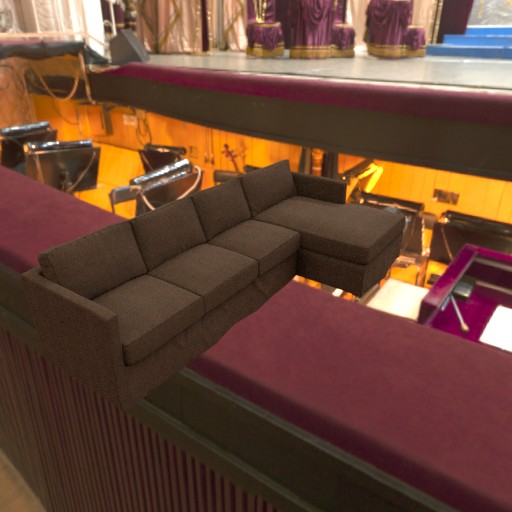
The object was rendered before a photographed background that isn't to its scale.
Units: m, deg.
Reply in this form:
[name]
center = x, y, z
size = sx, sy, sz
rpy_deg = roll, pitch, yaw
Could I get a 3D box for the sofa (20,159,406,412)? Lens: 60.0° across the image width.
[sofa]
center = 0.000, 0.000, 3.831
size = 1.650, 0.922, 3.205
rpy_deg = 18, 32, 31
